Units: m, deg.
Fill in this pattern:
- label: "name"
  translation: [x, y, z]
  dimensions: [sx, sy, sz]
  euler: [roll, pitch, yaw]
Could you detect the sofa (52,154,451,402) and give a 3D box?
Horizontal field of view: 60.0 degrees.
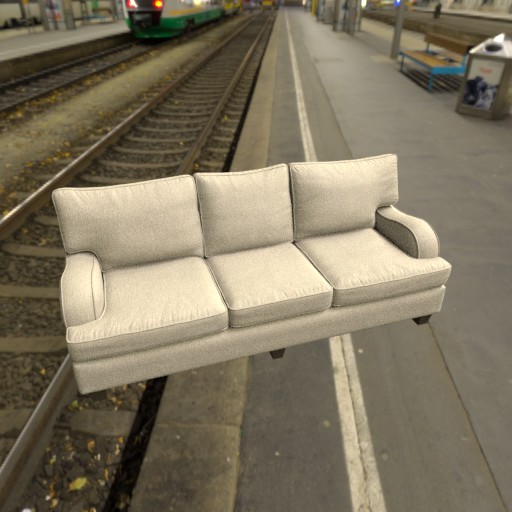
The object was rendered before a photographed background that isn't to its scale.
- label: "sofa"
  translation: [0.000, 0.000, 2.866]
  dimensions: [2.323, 0.991, 1.016]
  euler: [-9, 32, -16]
